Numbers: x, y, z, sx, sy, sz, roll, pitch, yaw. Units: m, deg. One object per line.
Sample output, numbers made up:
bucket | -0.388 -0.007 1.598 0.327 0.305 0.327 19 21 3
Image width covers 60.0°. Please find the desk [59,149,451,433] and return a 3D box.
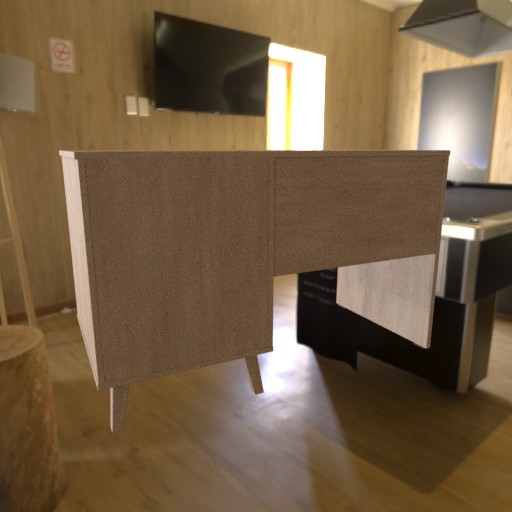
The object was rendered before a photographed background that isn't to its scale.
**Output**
desk | 0.000 0.000 1.661 1.251 0.770 0.600 -7 15 -26
